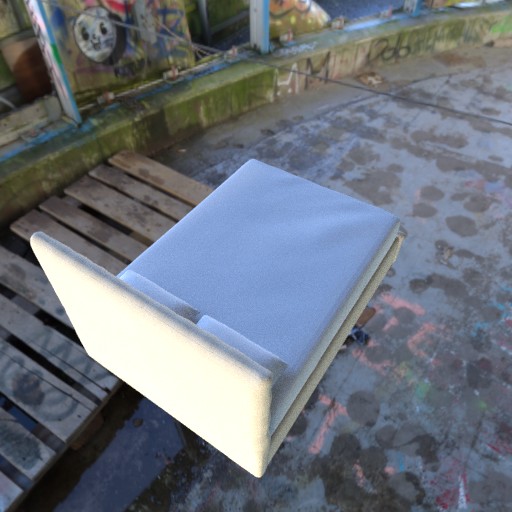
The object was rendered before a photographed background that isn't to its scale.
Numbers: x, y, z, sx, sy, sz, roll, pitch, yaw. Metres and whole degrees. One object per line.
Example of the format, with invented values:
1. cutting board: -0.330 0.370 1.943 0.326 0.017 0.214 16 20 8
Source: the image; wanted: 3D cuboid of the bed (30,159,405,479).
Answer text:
1. bed: 0.000 0.000 3.472 1.698 1.427 2.387 27 53 22
